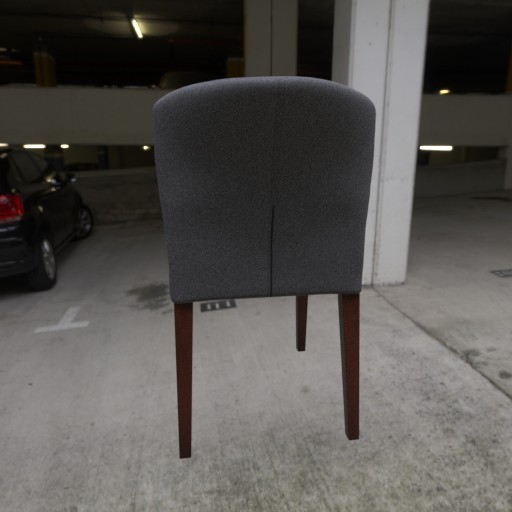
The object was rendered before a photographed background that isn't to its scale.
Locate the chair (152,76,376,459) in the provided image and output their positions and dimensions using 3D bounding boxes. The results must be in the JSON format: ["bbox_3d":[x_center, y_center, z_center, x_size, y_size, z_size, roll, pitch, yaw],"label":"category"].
[{"bbox_3d":[0.000,0.000,1.202,0.491,0.839,0.592,-2,15,-9],"label":"chair"}]
